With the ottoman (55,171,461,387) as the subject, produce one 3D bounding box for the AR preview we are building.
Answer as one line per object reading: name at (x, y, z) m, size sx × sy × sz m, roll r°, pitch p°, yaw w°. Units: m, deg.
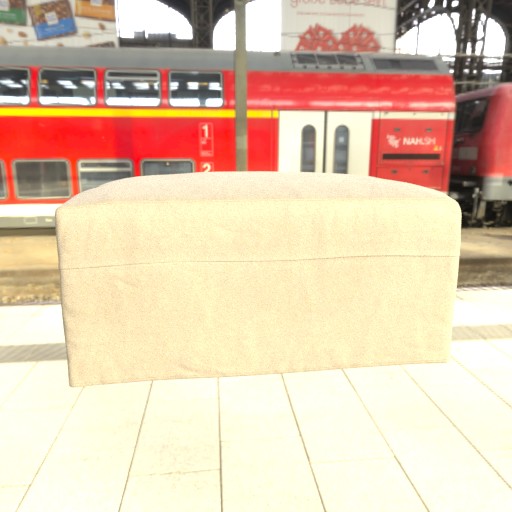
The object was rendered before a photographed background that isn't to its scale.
ottoman at (0.000, 0.000, 1.201) m, size 0.872 × 0.444 × 0.590 m, roll -2°, pitch 13°, yaw -7°
